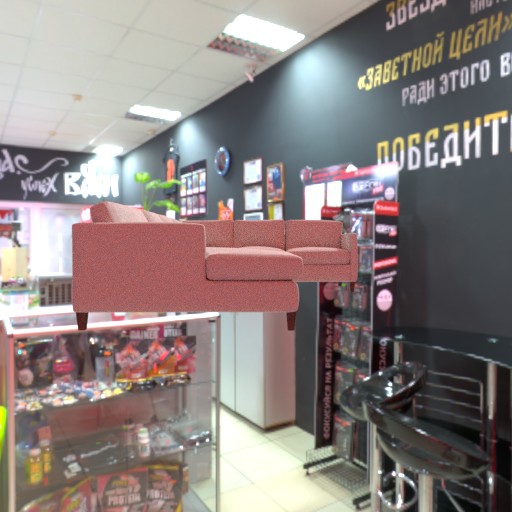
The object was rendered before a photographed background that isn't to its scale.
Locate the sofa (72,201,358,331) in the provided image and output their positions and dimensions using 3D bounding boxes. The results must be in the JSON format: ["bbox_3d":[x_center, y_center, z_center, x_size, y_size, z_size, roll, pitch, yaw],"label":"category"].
[{"bbox_3d":[0.000,0.000,4.756,2.593,0.956,3.459,0,2,0],"label":"sofa"}]
